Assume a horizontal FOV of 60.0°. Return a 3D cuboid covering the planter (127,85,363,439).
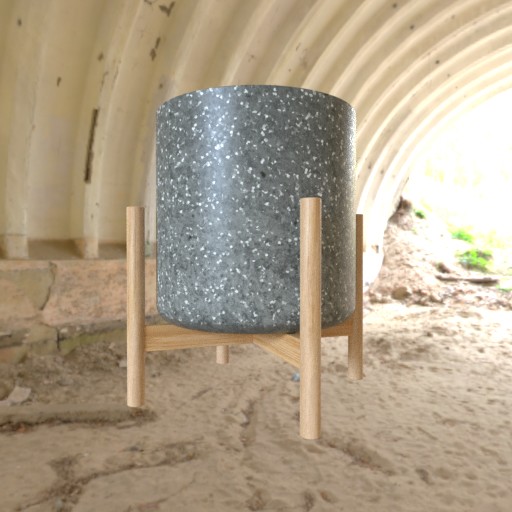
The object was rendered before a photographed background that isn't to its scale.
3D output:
[{"bbox_3d":[0.000,0.000,0.690,0.360,0.419,0.360,0,1,2],"label":"planter"}]
